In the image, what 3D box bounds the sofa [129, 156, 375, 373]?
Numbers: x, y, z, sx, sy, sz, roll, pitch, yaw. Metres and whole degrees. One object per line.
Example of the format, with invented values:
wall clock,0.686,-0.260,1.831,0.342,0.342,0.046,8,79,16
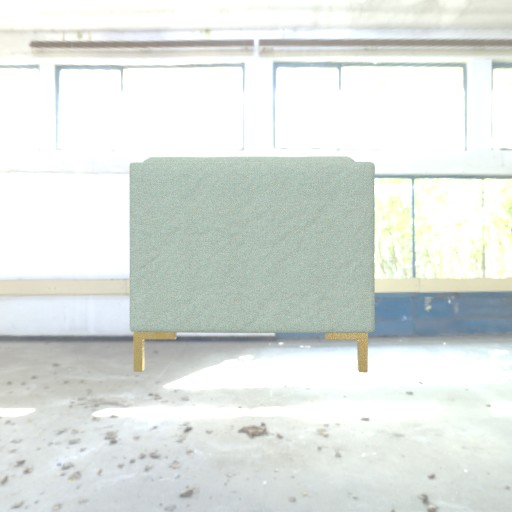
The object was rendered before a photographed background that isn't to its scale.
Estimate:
sofa,0.000,0.000,2.410,0.796,0.705,2.102,0,1,1
